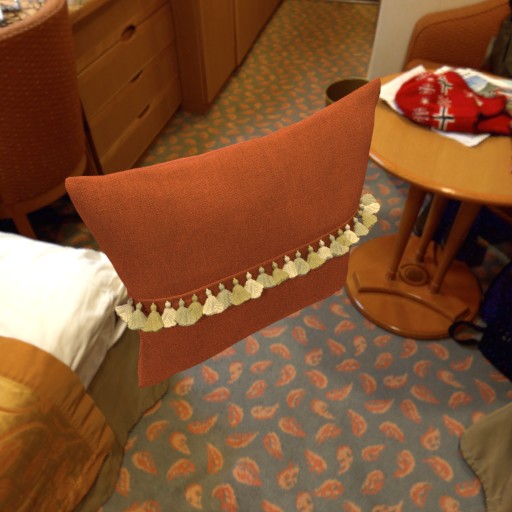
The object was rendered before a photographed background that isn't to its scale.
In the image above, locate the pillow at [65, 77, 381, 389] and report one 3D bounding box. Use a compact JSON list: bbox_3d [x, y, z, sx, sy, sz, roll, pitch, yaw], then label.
[{"bbox_3d":[0.000,0.000,0.733,0.490,0.482,0.165,-24,51,-21],"label":"pillow"}]
